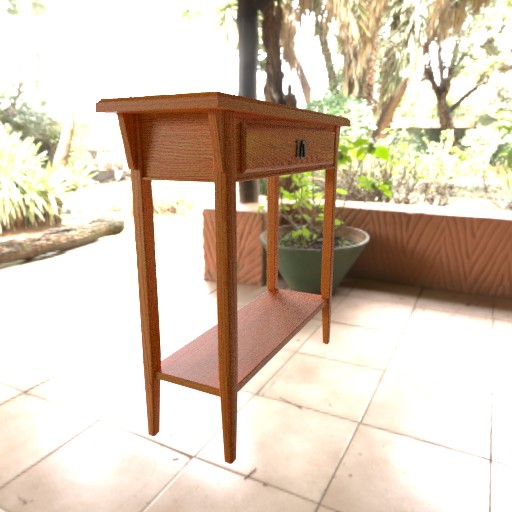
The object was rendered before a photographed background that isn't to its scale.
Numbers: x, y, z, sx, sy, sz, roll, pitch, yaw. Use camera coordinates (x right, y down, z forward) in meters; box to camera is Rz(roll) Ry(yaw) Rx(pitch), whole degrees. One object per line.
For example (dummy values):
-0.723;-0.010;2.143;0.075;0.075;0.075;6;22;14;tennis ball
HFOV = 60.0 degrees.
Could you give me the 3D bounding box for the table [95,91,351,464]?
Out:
0.000;0.000;1.139;0.254;0.711;0.762;7;15;26;table
